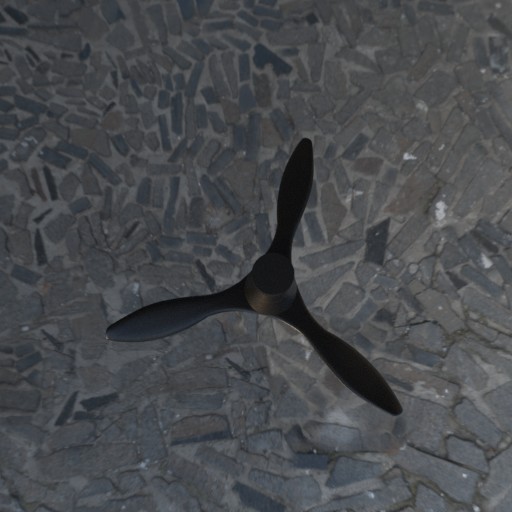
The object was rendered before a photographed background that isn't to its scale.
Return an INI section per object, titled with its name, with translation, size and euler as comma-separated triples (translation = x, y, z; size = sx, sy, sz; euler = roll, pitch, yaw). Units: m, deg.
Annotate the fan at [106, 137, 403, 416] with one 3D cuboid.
[fan]
translation = 0.000, 0.000, 1.604
size = 1.067, 0.305, 1.067
euler = 2, 75, 1
